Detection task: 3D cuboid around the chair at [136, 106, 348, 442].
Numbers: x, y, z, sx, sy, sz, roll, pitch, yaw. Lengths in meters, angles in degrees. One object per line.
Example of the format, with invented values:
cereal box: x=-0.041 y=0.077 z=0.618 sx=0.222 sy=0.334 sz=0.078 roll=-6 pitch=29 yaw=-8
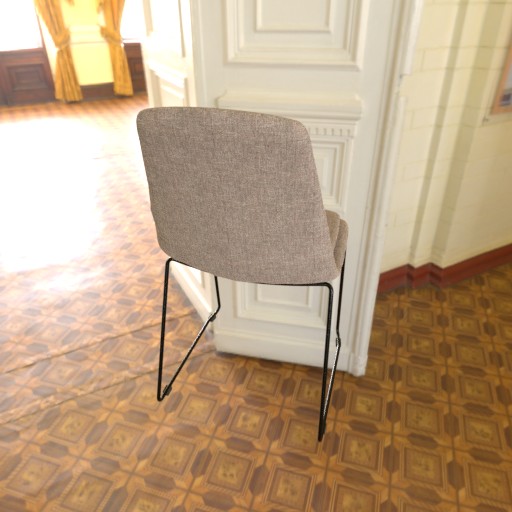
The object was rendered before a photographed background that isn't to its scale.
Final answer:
chair: x=0.000 y=0.000 z=1.154 sx=0.479 sy=0.858 sz=0.518 roll=9 pitch=32 yaw=14
